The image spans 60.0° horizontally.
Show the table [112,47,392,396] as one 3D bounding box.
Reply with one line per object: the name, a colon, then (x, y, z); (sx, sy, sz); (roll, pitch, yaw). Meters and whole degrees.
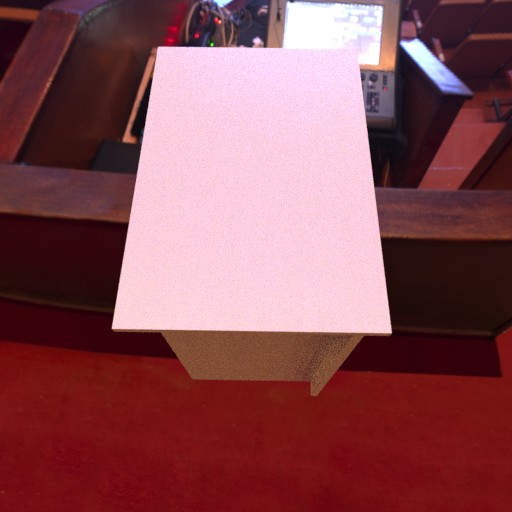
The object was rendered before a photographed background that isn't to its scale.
table: (0.000, 0.000, 1.086); (0.406, 0.711, 0.589); (1, 64, 0)
